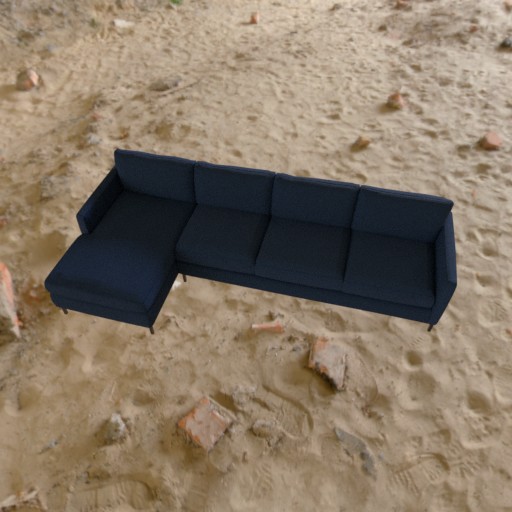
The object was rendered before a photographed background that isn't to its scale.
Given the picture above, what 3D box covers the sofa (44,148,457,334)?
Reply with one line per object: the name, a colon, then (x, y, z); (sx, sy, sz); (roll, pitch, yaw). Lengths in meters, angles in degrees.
sofa: (0.000, 0.000, 2.883); (2.450, 0.679, 1.128); (10, 48, 9)
